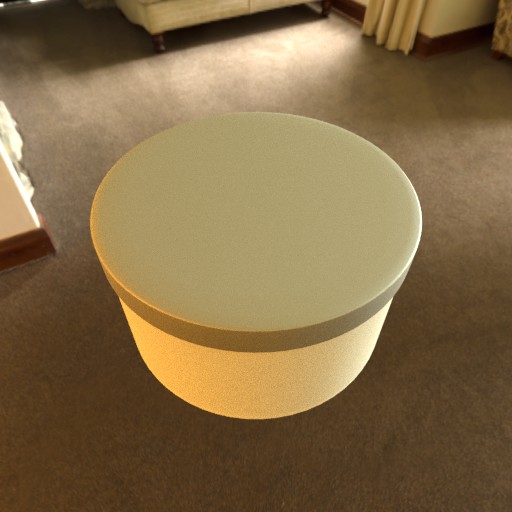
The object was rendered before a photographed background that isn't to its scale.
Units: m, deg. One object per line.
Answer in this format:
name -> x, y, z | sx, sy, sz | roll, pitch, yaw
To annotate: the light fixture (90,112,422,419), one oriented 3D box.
light fixture -> 0.000, 0.000, 0.623 | 0.393, 0.229, 0.393 | 0, 47, 0
